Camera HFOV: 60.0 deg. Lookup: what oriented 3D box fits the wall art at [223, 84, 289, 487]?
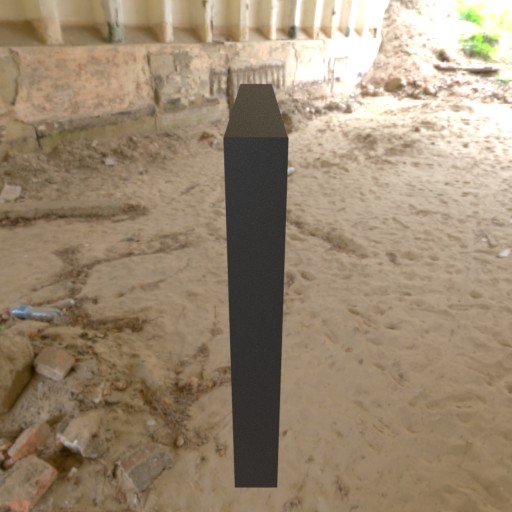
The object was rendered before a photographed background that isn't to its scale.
[{"bbox_3d":[0.000,0.000,0.457,0.038,0.304,0.304,0,27,0],"label":"wall art"}]
